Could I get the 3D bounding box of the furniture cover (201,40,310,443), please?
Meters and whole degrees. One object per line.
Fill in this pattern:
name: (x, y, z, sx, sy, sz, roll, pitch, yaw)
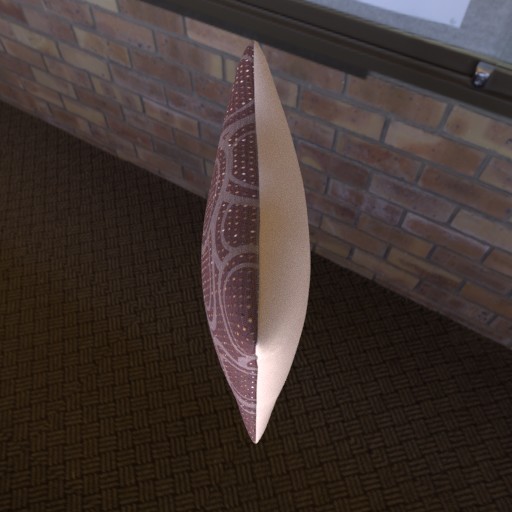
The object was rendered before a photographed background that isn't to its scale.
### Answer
furniture cover: (0.000, 0.000, 0.810, 0.193, 0.509, 0.552, 0, 57, 0)
